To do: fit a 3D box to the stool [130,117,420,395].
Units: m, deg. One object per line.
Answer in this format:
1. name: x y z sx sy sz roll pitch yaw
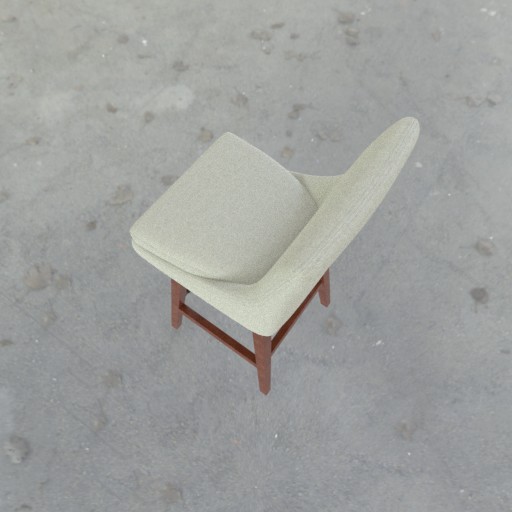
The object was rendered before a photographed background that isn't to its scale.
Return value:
1. stool: 0.000 0.000 1.357 0.559 1.092 0.470 33 67 16
